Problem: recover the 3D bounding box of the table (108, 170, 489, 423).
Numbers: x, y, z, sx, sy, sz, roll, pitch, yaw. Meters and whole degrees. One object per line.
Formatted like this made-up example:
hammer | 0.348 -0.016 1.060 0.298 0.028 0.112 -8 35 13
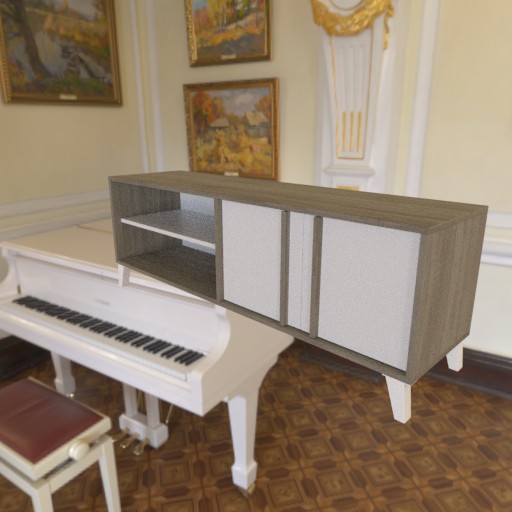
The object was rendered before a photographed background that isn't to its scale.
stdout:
table | 0.000 0.000 1.728 1.500 0.530 0.400 16 22 42
